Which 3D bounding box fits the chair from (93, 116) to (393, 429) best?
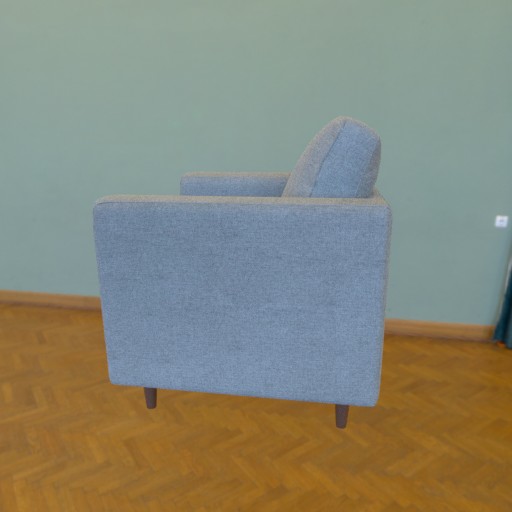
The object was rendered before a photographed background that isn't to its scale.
[{"bbox_3d":[0.000,0.000,1.553,0.800,0.927,0.855,3,16,9],"label":"chair"}]
